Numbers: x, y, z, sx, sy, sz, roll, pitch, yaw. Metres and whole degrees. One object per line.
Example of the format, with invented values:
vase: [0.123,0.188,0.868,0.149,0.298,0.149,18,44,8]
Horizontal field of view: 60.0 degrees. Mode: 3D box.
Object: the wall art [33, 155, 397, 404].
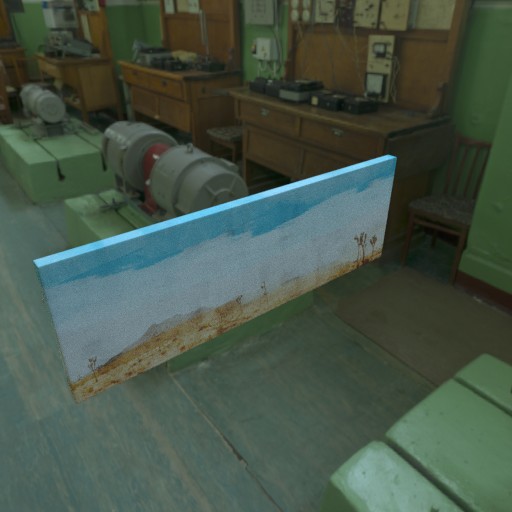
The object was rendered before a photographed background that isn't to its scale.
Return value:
wall art: [0.000,0.000,0.853,0.759,0.254,0.044,-21,36,-32]
